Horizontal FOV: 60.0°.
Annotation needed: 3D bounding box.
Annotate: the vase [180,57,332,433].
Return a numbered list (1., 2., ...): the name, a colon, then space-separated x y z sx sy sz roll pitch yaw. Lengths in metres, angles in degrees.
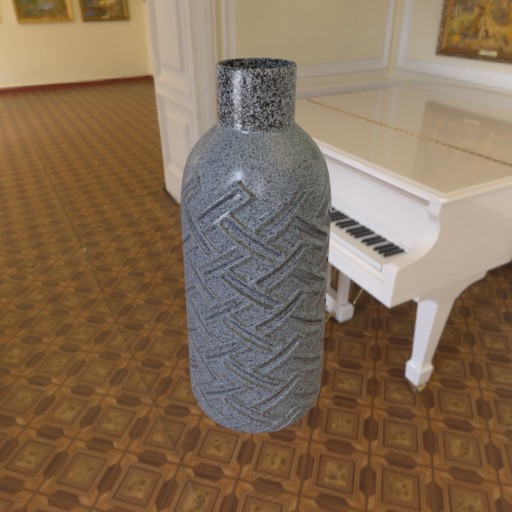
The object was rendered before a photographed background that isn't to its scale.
1. vase: 0.000 0.000 0.350 0.122 0.282 0.122 0 31 0
